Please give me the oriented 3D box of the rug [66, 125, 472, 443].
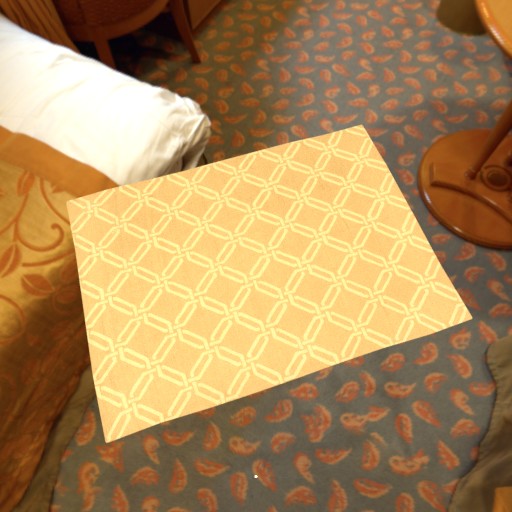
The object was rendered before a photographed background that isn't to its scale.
[{"bbox_3d":[0.000,0.000,4.298,3.365,0.020,2.452,-16,65,-8],"label":"rug"}]
